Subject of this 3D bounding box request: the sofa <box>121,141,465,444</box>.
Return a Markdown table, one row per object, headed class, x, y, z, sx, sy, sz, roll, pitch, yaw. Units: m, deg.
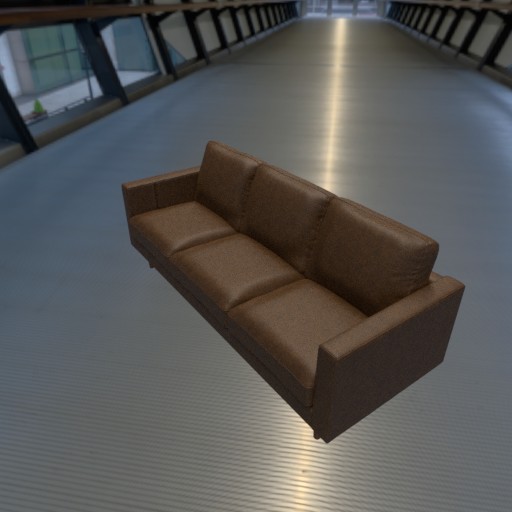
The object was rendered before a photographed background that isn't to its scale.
| class | x | y | z | sx | sy | sz | roll | pitch | yaw |
| --- | --- | --- | --- | --- | --- | --- | --- | --- | --- |
| sofa | 0.000 | 0.000 | 2.806 | 0.903 | 0.930 | 2.231 | -21 | 37 | -30 |
